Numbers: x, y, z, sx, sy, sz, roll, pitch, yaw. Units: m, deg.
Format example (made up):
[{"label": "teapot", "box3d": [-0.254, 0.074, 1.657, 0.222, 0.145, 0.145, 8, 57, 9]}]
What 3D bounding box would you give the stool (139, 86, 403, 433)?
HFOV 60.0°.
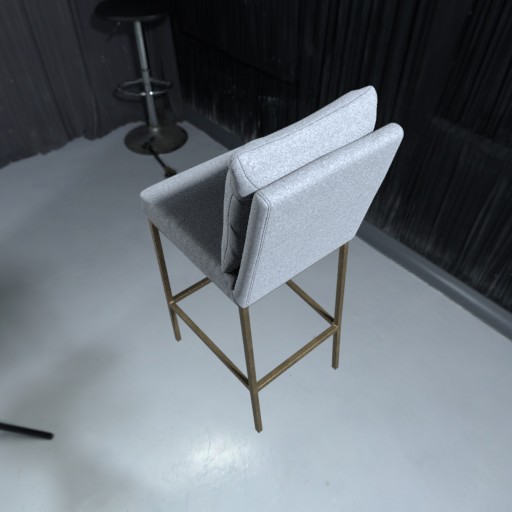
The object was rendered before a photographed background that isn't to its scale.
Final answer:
[{"label": "stool", "box3d": [0.000, 0.000, 1.427, 0.463, 1.130, 0.569, -31, 53, -27]}]
